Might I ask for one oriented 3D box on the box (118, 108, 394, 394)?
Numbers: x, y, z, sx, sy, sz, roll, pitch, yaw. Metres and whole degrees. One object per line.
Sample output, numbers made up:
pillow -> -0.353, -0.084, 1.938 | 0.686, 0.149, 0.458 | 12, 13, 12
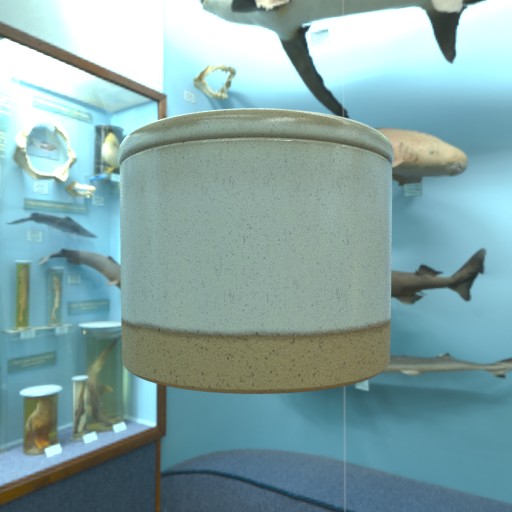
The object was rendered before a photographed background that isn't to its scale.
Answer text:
box -> 0.000, 0.000, 0.259 | 0.154, 0.123, 0.154 | 0, -1, 0
